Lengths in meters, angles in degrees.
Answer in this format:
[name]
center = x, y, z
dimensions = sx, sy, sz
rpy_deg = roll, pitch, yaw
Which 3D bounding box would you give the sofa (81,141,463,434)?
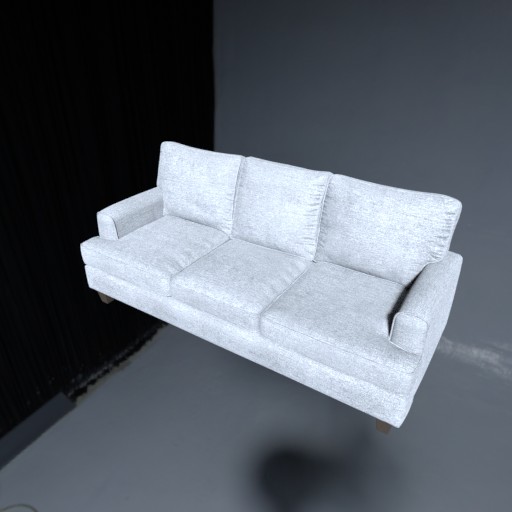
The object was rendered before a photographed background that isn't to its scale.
[sofa]
center = 0.000, 0.000, 2.664
dimensions = 2.158, 0.965, 0.951
rpy_deg = 18, 34, 28
